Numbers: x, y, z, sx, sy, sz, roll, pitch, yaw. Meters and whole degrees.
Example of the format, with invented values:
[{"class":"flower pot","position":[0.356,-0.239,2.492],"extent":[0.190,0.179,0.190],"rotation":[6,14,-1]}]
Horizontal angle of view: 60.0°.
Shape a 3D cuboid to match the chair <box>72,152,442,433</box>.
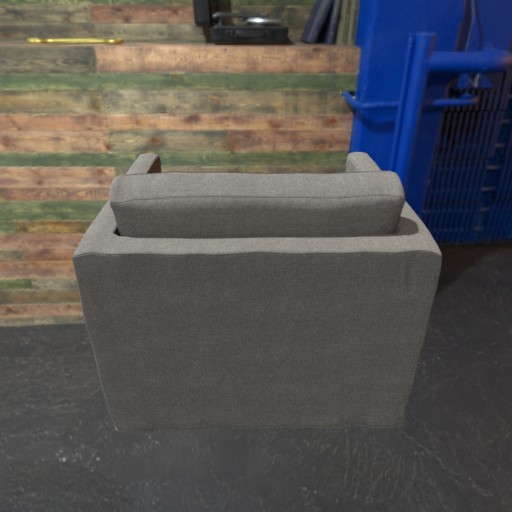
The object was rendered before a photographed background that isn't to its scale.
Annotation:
[{"class":"chair","position":[0.000,0.000,1.730],"extent":[1.057,0.863,0.949],"rotation":[-1,30,-1]}]
